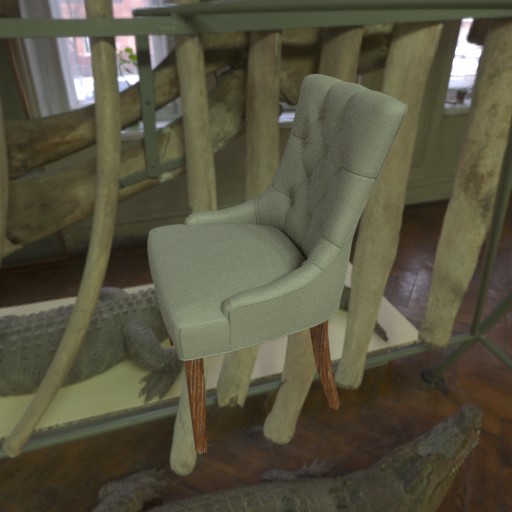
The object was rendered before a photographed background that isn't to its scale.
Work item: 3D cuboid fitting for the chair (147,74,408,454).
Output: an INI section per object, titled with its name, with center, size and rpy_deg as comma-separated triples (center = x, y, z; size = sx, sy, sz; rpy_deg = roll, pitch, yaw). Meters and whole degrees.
[chair]
center = 0.000, 0.000, 1.220
size = 0.565, 0.874, 0.509
rpy_deg = -9, 31, -16
